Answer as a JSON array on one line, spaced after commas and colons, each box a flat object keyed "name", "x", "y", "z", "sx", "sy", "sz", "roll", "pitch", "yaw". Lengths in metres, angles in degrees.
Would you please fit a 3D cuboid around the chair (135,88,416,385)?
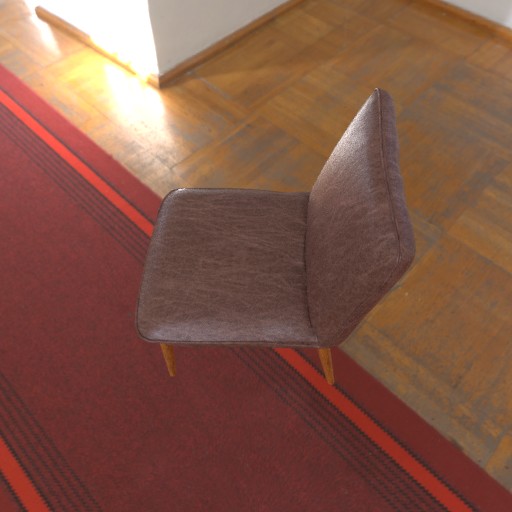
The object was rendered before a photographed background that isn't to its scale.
[{"name": "chair", "x": 0.000, "y": 0.000, "z": 1.245, "sx": 0.645, "sy": 0.803, "sz": 0.543, "roll": -1, "pitch": 58, "yaw": -1}]
